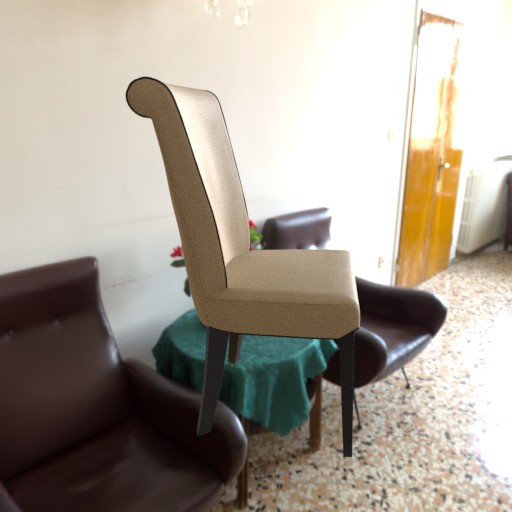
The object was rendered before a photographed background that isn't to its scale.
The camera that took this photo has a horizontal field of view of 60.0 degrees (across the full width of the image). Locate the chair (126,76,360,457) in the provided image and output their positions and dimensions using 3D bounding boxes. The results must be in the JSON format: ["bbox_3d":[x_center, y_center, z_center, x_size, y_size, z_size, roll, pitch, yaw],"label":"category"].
[{"bbox_3d":[0.000,0.000,1.361,0.623,0.997,0.522,3,17,9],"label":"chair"}]
